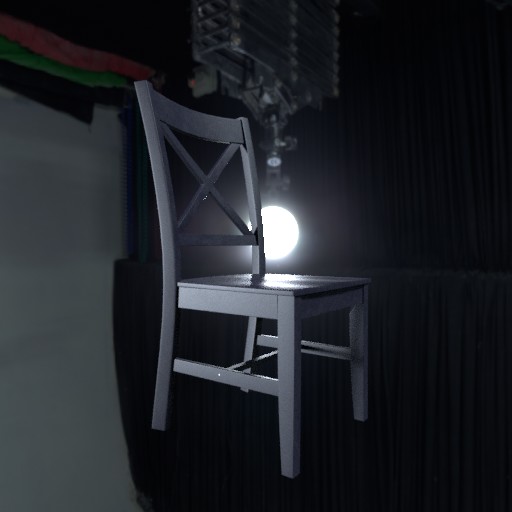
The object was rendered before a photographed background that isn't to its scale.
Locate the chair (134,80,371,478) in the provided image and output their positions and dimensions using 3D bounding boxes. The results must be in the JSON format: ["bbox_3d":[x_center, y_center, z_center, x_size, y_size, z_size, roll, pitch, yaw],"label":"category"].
[{"bbox_3d":[0.000,0.000,1.308,0.542,0.983,0.485,1,2,36],"label":"chair"}]
